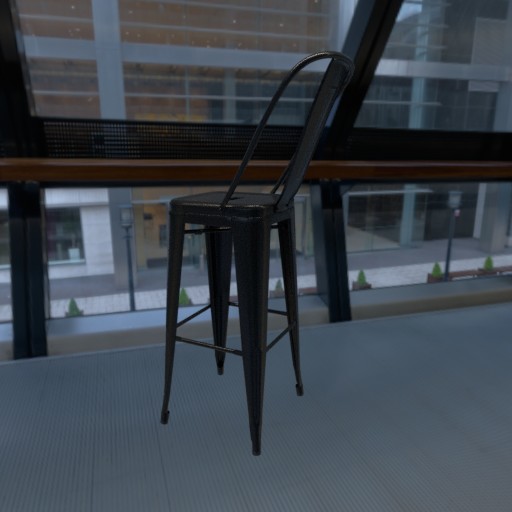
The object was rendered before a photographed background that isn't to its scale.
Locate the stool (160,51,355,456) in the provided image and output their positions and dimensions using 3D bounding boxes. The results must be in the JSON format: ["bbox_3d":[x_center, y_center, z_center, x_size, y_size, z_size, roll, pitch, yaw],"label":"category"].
[{"bbox_3d":[0.000,0.000,1.353,0.513,1.096,0.399,7,16,26],"label":"stool"}]
